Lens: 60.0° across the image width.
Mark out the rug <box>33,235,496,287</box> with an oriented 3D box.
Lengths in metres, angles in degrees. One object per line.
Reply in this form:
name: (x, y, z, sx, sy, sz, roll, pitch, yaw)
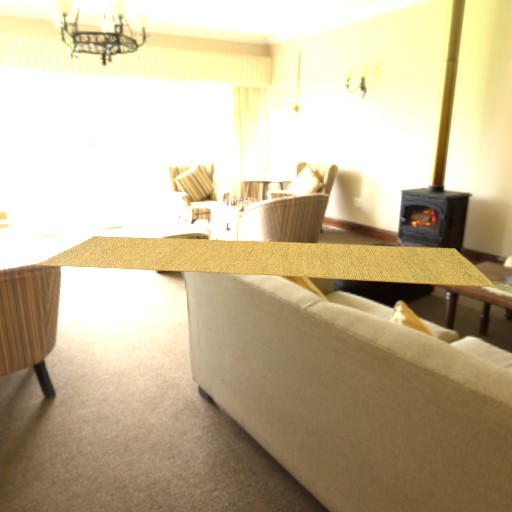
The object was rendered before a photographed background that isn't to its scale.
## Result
rug: (0.000, 0.000, 2.524, 2.340, 0.013, 0.686, 2, 16, 8)
